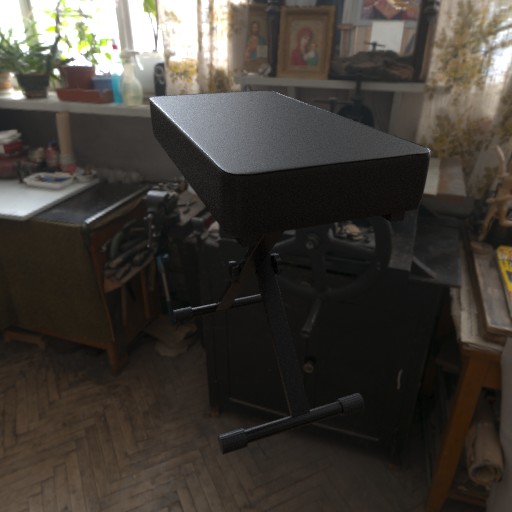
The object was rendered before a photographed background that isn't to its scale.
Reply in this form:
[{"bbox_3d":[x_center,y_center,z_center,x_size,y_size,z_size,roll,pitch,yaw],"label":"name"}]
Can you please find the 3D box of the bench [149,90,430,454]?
[{"bbox_3d":[0.000,0.000,0.920,0.300,0.561,0.600,-10,30,-18],"label":"bench"}]
